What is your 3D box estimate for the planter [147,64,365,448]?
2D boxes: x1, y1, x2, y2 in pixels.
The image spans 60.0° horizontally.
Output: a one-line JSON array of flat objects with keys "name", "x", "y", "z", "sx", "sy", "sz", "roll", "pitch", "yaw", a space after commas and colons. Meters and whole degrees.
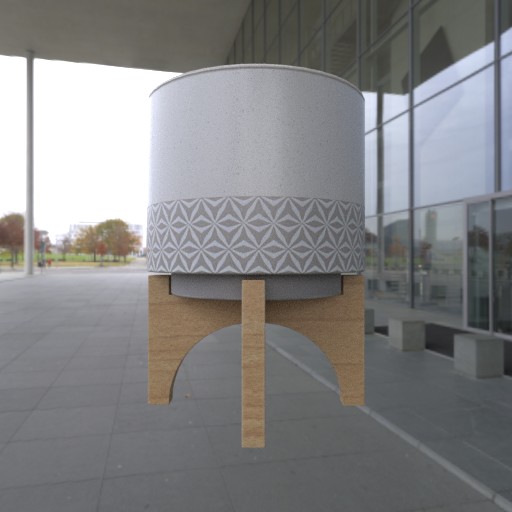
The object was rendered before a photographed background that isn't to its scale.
[{"name": "planter", "x": 0.000, "y": 0.000, "z": 0.393, "sx": 0.188, "sy": 0.260, "sz": 0.188, "roll": 0, "pitch": 0, "yaw": 0}]
